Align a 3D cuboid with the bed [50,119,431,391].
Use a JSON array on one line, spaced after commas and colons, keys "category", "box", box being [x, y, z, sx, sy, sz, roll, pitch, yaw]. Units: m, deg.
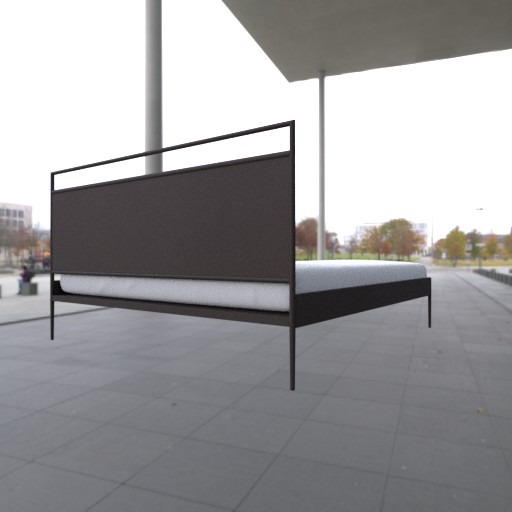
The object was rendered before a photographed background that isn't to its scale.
[{"category": "bed", "box": [0.000, 0.000, 3.364, 1.993, 1.173, 2.151, 0, 0, 37]}]
